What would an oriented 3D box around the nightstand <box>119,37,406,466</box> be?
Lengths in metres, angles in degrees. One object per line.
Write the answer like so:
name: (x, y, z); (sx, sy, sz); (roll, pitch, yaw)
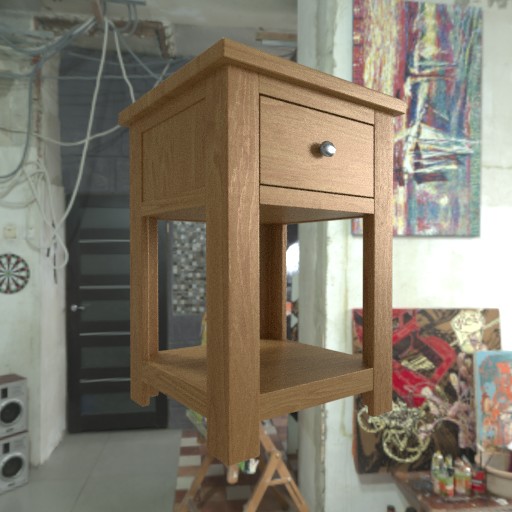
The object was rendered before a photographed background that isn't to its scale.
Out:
nightstand: (0.000, 0.000, 0.914); (0.428, 0.614, 0.418); (0, 0, -37)
